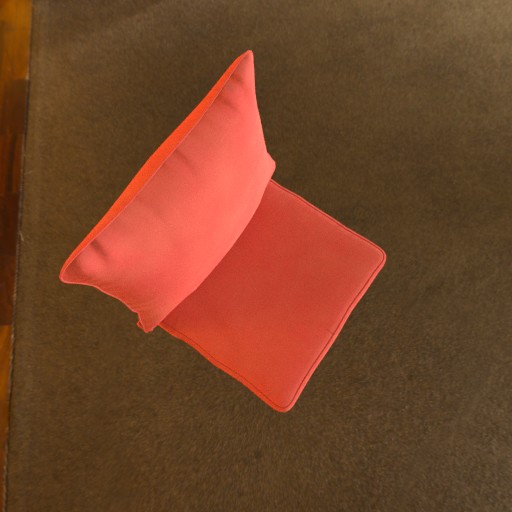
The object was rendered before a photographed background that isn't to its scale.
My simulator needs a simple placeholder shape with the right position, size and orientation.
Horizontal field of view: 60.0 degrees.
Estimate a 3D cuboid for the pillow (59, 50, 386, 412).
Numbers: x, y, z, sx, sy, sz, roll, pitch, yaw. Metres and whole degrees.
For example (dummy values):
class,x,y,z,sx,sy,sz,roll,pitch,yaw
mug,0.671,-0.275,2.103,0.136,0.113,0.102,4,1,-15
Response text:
class,x,y,z,sx,sy,sz,roll,pitch,yaw
pillow,0.000,0.000,1.390,0.733,0.725,0.798,34,77,9
